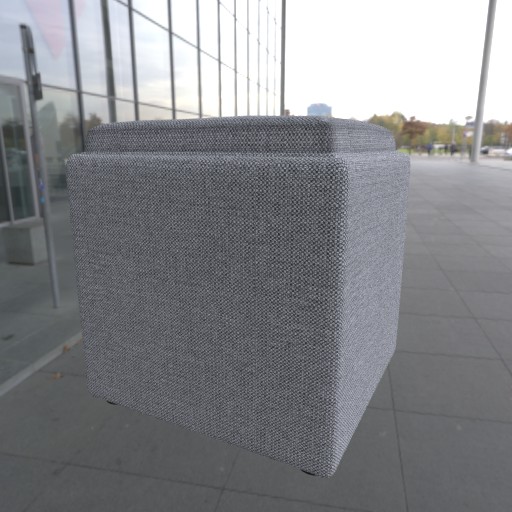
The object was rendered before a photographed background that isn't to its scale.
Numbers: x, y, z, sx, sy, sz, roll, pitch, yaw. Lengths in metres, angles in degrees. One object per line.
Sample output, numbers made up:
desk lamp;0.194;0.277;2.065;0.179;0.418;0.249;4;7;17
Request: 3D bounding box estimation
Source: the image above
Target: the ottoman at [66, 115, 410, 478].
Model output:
ottoman;0.000;0.000;0.813;0.454;0.487;0.436;7;16;27
